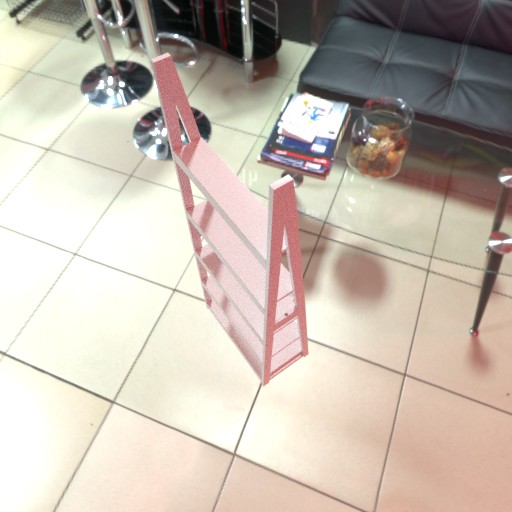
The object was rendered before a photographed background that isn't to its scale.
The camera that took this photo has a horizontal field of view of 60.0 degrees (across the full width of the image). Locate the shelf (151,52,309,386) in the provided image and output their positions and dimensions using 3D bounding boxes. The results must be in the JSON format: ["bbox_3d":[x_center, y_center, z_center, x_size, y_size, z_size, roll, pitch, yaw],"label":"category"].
[{"bbox_3d":[0.000,0.000,2.027,0.341,1.779,0.636,-31,64,-18],"label":"shelf"}]
